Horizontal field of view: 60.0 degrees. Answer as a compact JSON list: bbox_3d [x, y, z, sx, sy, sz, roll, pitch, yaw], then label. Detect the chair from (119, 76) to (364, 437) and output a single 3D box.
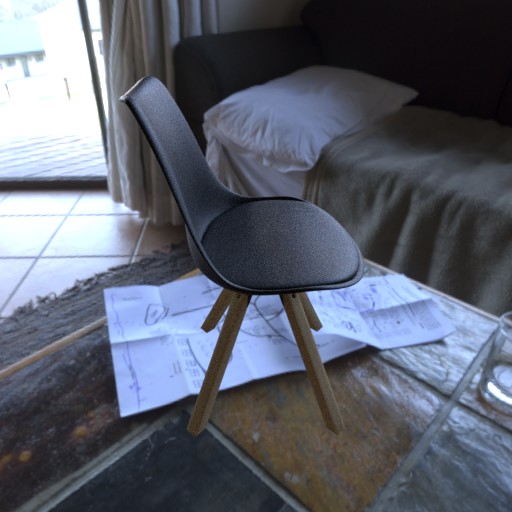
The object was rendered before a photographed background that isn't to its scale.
[{"bbox_3d":[0.000,0.000,1.160,0.549,0.850,0.485,-1,32,-1],"label":"chair"}]
